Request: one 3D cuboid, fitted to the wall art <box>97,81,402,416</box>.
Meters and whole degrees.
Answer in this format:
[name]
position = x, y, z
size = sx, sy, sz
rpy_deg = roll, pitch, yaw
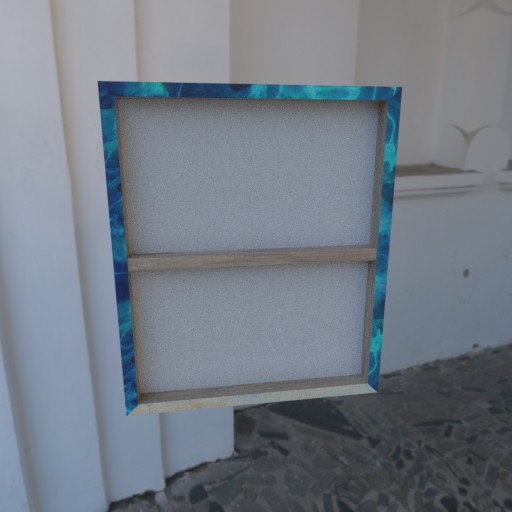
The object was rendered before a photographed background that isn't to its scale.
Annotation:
[wall art]
position = 0.000, 0.000, 0.704
size = 0.432, 0.508, 0.038
rpy_deg = -2, 15, -9
